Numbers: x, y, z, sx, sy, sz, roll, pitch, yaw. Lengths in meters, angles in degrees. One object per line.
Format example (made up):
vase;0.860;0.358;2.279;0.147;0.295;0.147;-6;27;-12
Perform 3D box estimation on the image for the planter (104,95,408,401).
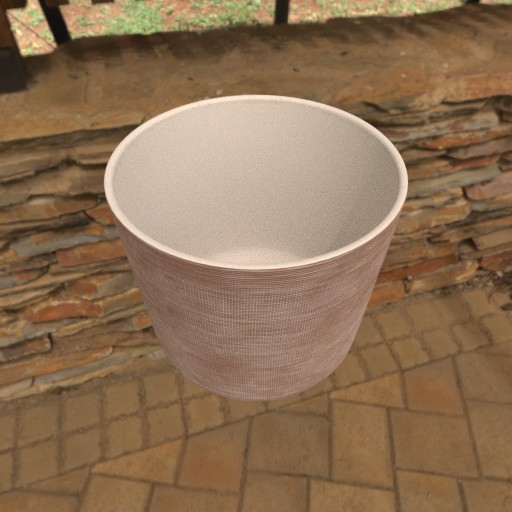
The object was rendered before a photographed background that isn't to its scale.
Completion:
planter;0.000;0.000;0.798;0.440;0.398;0.440;0;45;0
